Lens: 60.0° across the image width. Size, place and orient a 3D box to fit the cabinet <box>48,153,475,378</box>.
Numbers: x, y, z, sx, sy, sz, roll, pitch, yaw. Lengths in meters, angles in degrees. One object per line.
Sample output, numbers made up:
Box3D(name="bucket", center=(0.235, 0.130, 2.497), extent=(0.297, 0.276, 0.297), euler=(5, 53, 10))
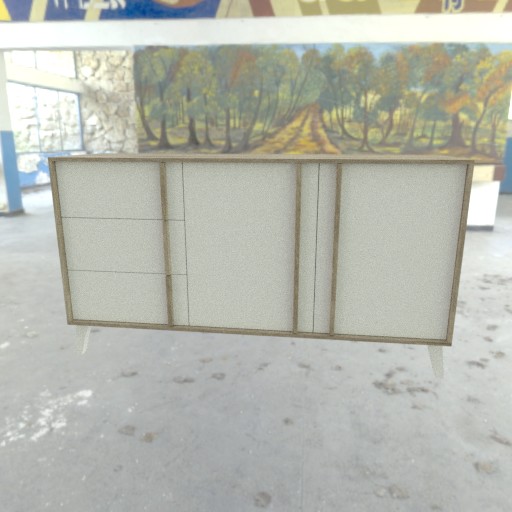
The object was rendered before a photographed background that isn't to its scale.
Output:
Box3D(name="cabinet", center=(0.000, 0.000, 1.976), extent=(1.600, 0.870, 0.450), euler=(2, 15, 7))
